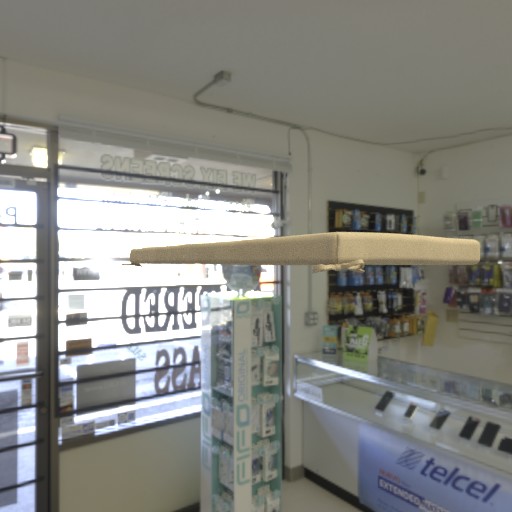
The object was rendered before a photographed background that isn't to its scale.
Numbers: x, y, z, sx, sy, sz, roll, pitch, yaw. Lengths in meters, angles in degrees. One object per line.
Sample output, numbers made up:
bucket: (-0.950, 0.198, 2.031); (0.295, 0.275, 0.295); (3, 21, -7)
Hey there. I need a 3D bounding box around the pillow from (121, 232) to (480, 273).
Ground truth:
pillow: (0.000, 0.000, 1.357); (0.492, 0.081, 1.187); (1, -1, -34)
